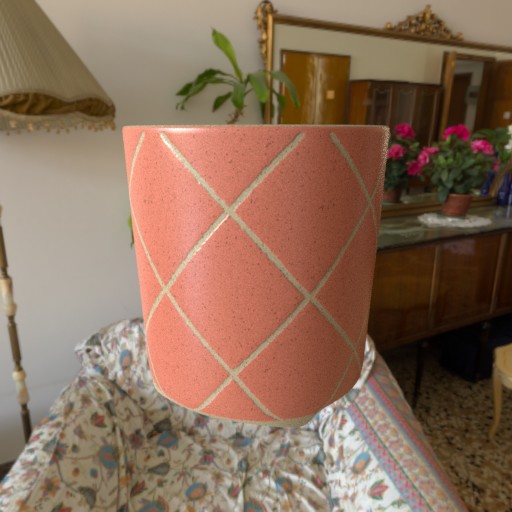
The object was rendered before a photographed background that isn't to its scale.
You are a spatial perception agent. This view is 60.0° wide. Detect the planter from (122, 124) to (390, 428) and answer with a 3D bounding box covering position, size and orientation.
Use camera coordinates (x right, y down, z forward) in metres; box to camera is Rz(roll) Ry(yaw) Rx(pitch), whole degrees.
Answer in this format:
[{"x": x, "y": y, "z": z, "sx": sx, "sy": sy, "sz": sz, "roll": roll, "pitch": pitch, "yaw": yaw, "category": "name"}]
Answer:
[{"x": 0.000, "y": 0.000, "z": 0.355, "sx": 0.191, "sy": 0.200, "sz": 0.191, "roll": 0, "pitch": 16, "yaw": 0, "category": "planter"}]
